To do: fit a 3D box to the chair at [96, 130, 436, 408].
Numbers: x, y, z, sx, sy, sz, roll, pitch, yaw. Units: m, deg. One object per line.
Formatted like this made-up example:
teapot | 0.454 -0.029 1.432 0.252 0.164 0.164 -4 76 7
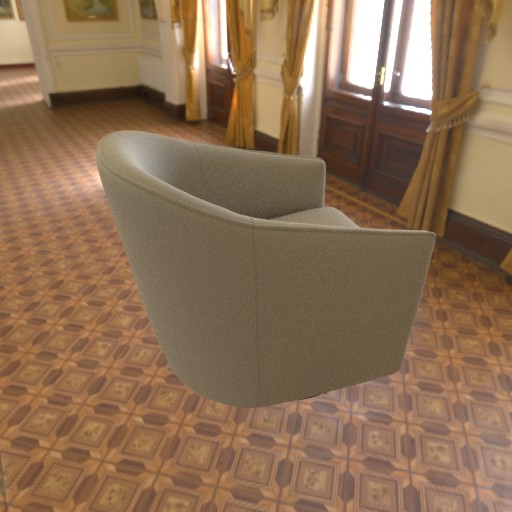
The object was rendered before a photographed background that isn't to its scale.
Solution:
chair | 0.000 0.000 1.453 0.875 0.799 0.747 -10 31 -16
